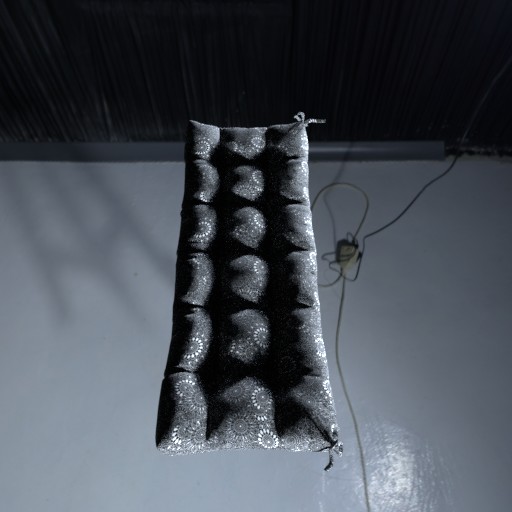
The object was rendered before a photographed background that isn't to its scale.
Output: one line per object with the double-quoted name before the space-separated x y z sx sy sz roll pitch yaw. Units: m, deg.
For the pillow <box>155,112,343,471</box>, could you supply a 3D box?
"pillow" 0.000 0.000 1.358 0.511 0.174 1.194 -1 58 0
